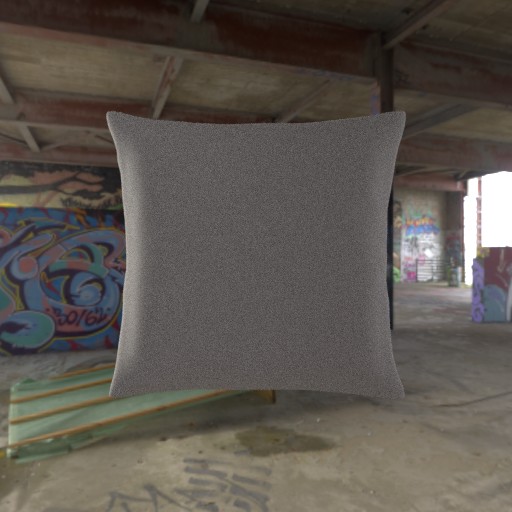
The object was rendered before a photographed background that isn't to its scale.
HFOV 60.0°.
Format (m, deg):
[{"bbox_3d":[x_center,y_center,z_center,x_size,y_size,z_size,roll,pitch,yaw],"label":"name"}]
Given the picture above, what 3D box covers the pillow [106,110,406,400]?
[{"bbox_3d":[0.000,0.000,0.783,0.525,0.508,0.166,0,0,1],"label":"pillow"}]
